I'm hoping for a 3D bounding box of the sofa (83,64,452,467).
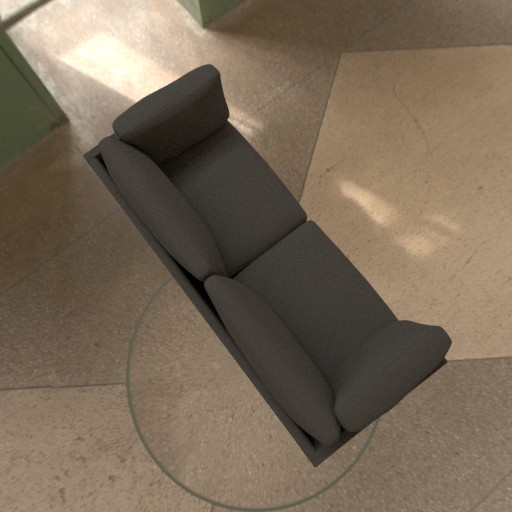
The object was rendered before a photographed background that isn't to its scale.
[{"bbox_3d":[0.000,0.000,2.768,0.969,0.792,2.312,-37,79,-9],"label":"sofa"}]
